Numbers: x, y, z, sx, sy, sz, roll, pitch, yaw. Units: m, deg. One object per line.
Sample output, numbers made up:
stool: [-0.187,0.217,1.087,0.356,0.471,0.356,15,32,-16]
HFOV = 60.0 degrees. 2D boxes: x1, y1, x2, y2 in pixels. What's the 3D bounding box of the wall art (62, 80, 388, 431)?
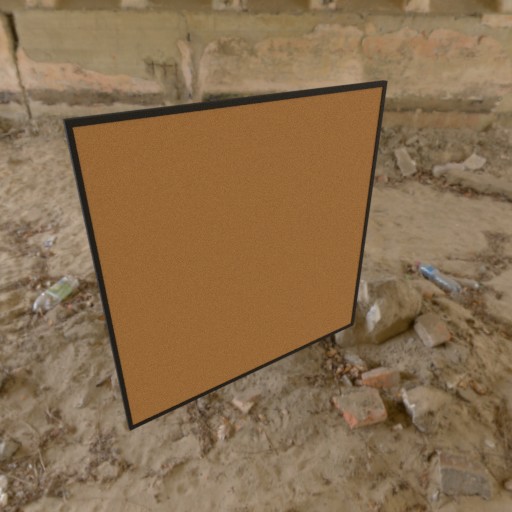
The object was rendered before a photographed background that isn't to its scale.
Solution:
wall art: [0.000,0.000,0.962,0.664,0.663,0.015,-18,34,-28]
